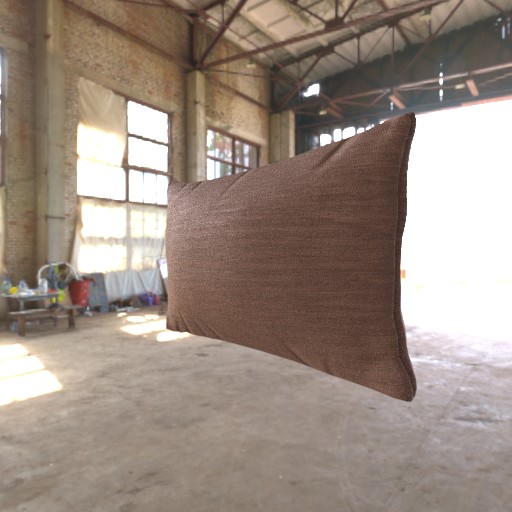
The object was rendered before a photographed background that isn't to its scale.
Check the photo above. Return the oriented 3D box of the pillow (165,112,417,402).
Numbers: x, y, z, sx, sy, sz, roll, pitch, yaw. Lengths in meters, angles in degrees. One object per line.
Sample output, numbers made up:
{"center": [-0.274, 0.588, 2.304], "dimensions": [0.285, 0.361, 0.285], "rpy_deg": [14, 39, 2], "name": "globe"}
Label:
{"center": [0.000, 0.000, 0.768], "dimensions": [0.210, 0.338, 0.633], "rpy_deg": [0, 0, -37], "name": "pillow"}
